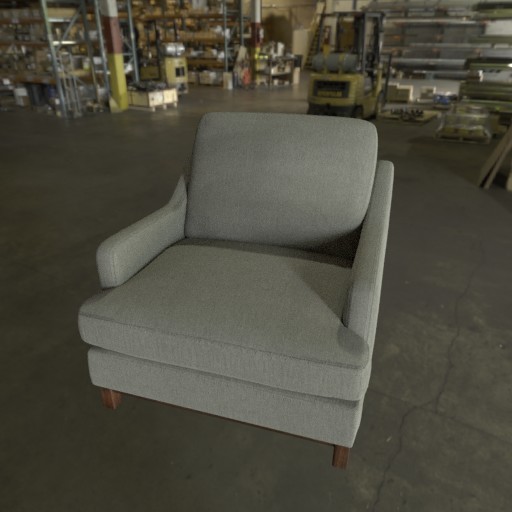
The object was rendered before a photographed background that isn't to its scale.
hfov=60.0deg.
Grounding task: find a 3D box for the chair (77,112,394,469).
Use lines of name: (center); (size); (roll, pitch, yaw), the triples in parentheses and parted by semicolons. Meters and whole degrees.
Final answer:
chair: (0.000, 0.000, 1.486); (0.826, 0.821, 0.892); (8, 28, 15)
